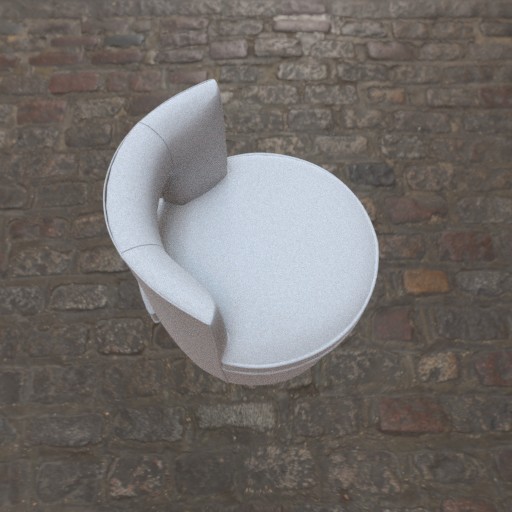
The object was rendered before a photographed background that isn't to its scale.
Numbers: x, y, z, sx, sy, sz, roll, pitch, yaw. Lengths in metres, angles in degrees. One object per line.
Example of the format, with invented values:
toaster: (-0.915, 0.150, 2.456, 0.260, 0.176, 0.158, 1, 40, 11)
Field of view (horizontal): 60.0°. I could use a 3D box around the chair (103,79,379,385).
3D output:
chair: (0.000, 0.000, 1.248, 0.665, 0.723, 0.650, -1, 64, -1)
